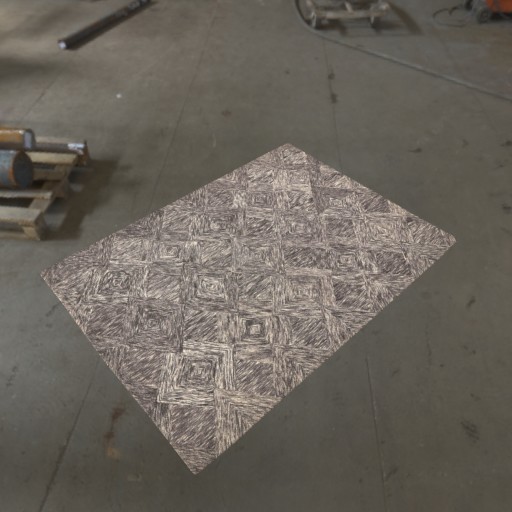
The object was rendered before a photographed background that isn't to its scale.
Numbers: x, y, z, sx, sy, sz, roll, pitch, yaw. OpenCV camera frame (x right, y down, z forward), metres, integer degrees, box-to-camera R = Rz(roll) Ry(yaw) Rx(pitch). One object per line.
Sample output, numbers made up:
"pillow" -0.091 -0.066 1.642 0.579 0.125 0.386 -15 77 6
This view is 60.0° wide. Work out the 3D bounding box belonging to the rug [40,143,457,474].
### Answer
"rug" 0.000 0.000 5.297 4.093 0.020 2.997 -33 55 -28
